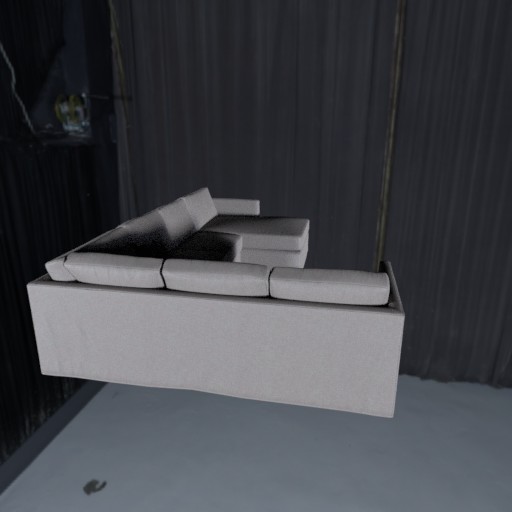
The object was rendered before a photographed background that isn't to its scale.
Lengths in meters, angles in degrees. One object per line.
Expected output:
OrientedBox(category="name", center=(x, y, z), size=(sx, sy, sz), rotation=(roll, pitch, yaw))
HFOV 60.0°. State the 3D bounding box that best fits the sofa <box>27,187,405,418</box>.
OrientedBox(category="sofa", center=(0.000, 0.000, 4.394), size=(2.427, 0.882, 3.460), rotation=(3, 18, 11))
